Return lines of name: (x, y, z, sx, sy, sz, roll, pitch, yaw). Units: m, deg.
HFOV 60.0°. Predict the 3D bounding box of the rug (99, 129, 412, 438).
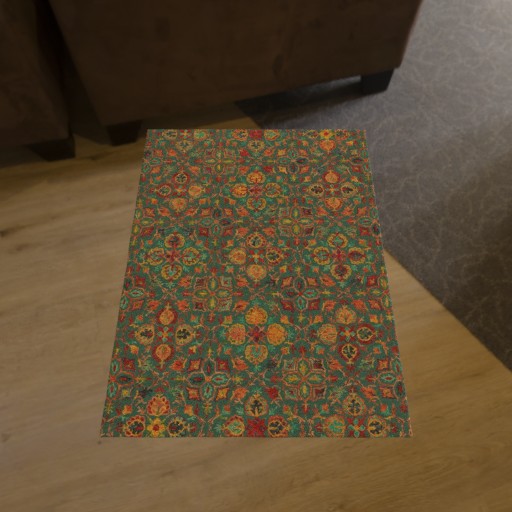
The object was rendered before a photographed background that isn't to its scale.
rug: (0.000, 0.000, 4.197, 2.434, 0.025, 3.204, 0, 62, 0)
